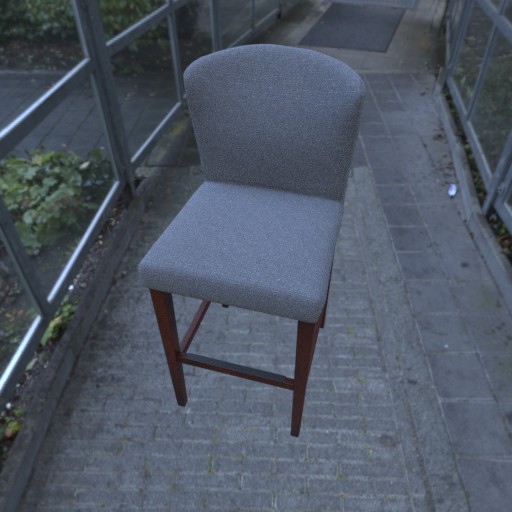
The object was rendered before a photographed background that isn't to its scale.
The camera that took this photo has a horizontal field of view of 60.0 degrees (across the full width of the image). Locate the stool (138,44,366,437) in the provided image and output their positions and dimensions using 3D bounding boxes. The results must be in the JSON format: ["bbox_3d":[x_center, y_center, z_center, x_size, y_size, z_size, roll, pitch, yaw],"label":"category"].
[{"bbox_3d":[0.000,0.000,1.357,0.486,1.069,0.568,11,42,12],"label":"stool"}]
